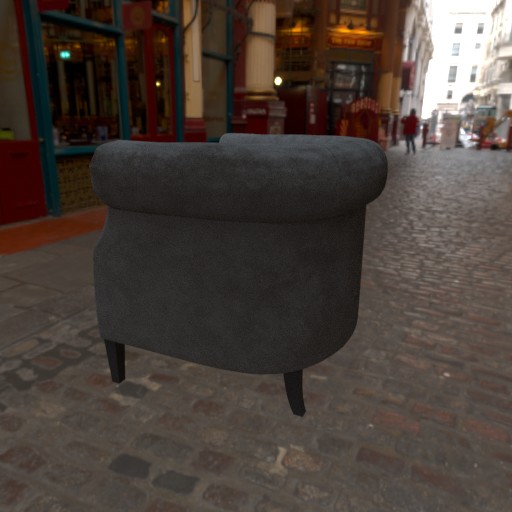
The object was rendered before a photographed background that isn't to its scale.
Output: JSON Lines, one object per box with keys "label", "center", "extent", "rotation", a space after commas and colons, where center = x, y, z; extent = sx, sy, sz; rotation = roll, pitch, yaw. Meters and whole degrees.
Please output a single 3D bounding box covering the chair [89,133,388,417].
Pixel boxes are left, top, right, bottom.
{"label": "chair", "center": [0.000, 0.000, 1.587], "extent": [0.851, 0.826, 0.904], "rotation": [8, 19, 24]}
